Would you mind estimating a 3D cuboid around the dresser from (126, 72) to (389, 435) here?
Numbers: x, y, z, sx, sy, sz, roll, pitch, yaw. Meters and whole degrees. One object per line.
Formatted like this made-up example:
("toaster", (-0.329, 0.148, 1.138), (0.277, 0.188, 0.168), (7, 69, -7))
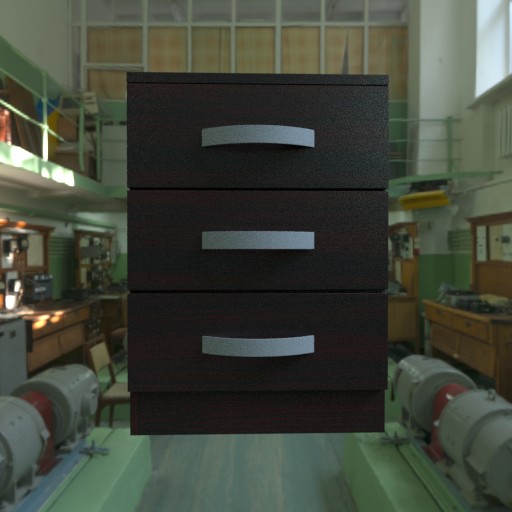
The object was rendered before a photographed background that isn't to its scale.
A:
("dresser", (0.000, 0.000, 0.831), (0.400, 0.560, 0.360), (0, 1, -2))
